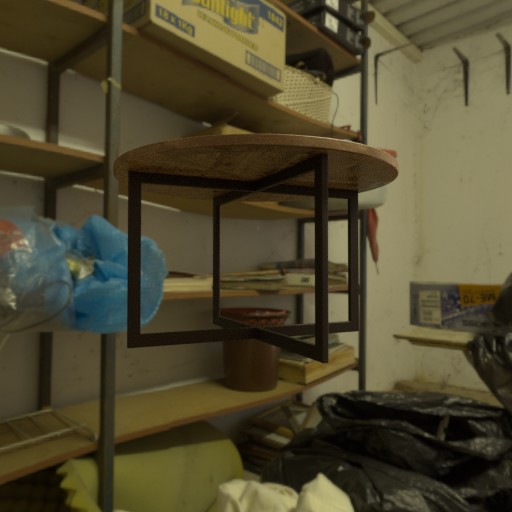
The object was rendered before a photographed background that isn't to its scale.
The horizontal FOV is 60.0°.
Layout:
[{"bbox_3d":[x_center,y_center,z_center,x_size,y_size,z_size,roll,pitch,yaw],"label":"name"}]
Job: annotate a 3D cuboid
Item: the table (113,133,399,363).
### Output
[{"bbox_3d":[0.000,0.000,2.054,1.264,0.762,1.264,0,-1,0],"label":"table"}]
